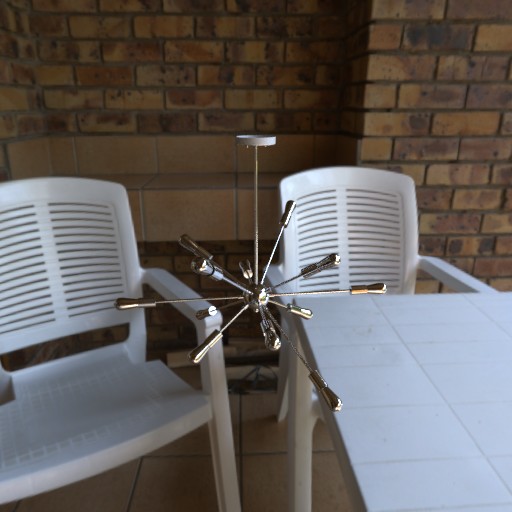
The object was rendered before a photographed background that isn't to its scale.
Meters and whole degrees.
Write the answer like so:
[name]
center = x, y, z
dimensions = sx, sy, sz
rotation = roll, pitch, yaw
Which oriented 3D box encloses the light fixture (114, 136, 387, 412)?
[light fixture]
center = 0.000, 0.000, 1.071
dimensions = 0.684, 0.558, 0.509
rotation = -3, 19, -8
